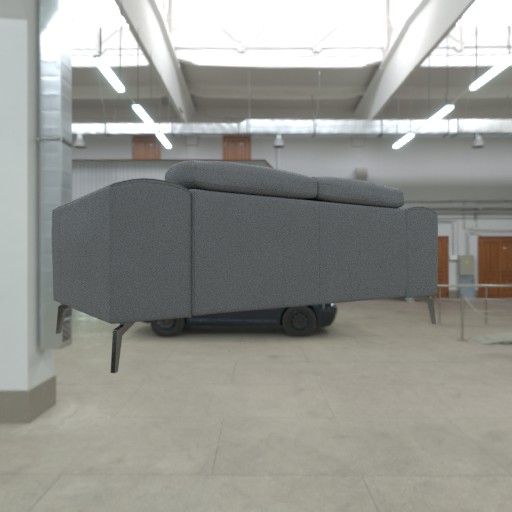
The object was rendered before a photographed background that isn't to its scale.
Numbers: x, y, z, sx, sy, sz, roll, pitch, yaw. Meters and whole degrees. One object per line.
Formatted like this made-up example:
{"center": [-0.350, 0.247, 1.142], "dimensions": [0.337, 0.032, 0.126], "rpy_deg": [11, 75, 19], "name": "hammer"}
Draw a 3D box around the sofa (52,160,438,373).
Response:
{"center": [0.000, 0.000, 2.399], "dimensions": [1.895, 0.779, 1.003], "rpy_deg": [0, 0, -35], "name": "sofa"}
